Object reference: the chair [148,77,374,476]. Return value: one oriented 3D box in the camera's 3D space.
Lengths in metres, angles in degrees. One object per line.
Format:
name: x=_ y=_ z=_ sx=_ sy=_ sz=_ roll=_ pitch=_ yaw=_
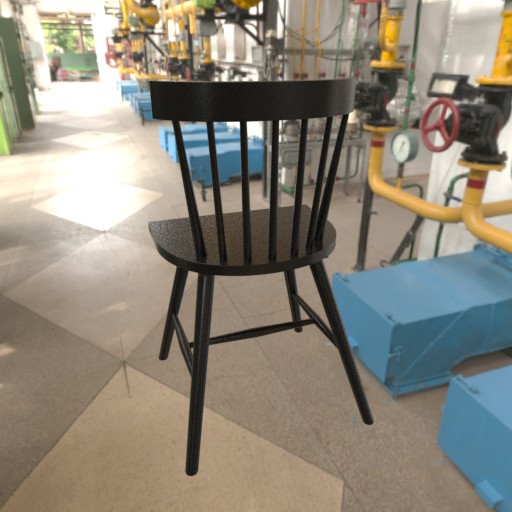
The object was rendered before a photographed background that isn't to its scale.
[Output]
chair: x=0.000 y=0.000 z=1.132 sx=0.506 sy=0.844 sz=0.483 roll=-8 pitch=26 yaw=-17
